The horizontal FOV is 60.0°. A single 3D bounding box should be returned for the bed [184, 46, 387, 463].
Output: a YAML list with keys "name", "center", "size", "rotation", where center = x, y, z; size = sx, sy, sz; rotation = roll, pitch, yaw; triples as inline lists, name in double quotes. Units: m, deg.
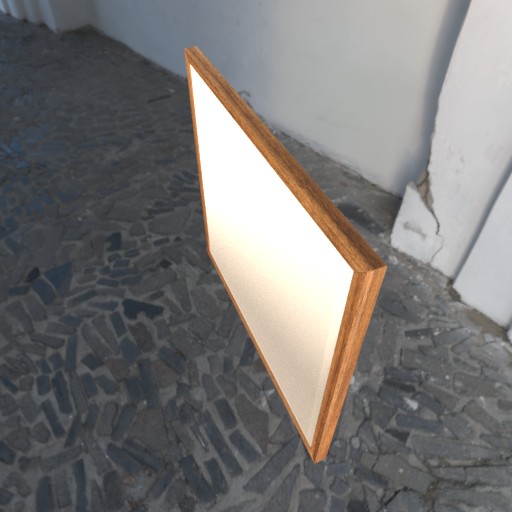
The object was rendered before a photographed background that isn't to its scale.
- name: "bed"
  center: [0.000, 0.000, 1.433]
  size: [0.043, 0.940, 1.041]
  rotation: [-18, 49, -16]
